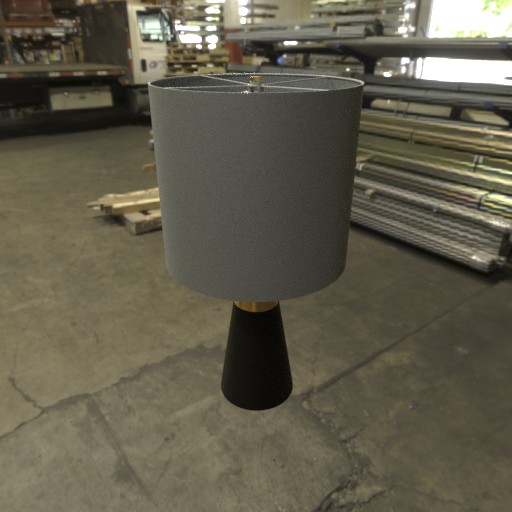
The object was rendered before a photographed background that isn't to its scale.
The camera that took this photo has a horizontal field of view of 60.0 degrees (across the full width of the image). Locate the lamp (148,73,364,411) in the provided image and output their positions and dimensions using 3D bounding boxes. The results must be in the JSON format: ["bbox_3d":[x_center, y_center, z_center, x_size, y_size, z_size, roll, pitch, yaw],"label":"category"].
[{"bbox_3d":[0.000,0.000,0.771,0.308,0.580,0.308,-19,32,-33],"label":"lamp"}]
